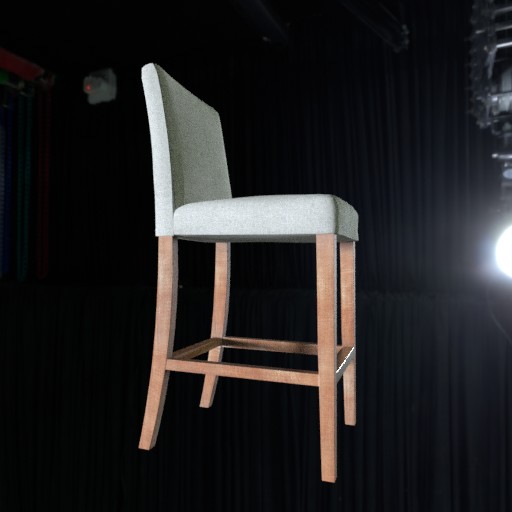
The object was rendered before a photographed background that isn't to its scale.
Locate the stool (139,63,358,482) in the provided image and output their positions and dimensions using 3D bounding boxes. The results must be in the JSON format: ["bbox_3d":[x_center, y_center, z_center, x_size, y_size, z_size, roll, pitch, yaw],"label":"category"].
[{"bbox_3d":[0.000,0.000,1.353,0.570,1.088,0.439,0,-1,19],"label":"stool"}]
